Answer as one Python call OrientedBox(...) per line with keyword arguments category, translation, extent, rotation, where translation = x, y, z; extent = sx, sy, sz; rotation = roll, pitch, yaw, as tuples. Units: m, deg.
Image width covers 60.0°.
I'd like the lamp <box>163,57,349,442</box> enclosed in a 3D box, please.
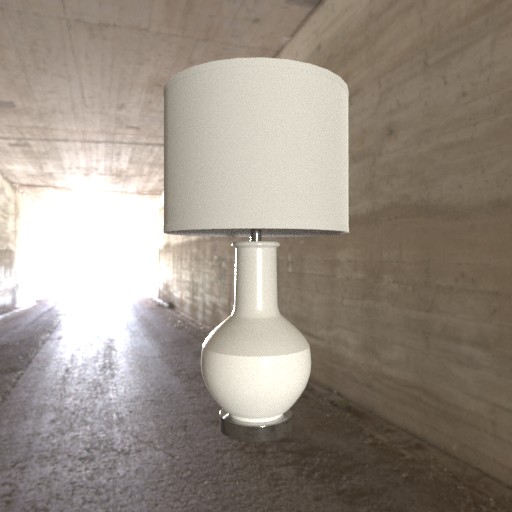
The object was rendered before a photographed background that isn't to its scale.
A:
OrientedBox(category="lamp", translation=(0.000, 0.000, 0.870), extent=(0.357, 0.673, 0.357), rotation=(0, 0, 35))
